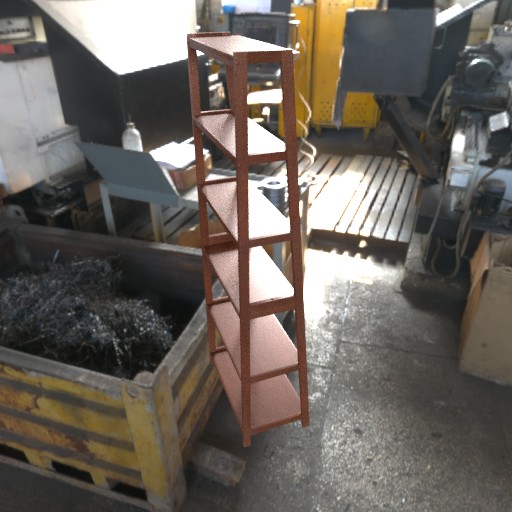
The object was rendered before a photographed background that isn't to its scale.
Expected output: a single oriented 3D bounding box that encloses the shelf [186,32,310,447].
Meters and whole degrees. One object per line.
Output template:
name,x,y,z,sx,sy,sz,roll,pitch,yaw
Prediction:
shelf,0.000,0.000,2.144,0.382,1.892,0.660,-11,33,-18
